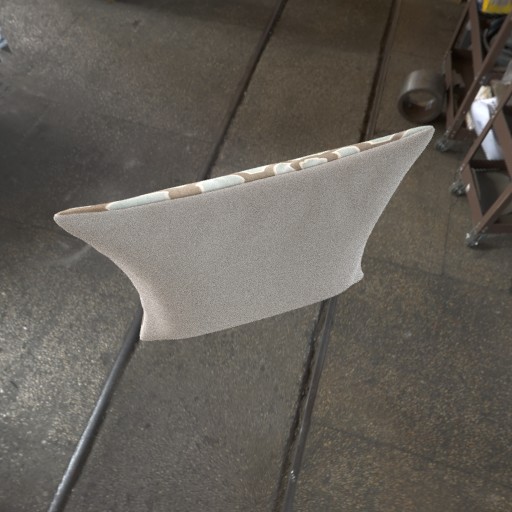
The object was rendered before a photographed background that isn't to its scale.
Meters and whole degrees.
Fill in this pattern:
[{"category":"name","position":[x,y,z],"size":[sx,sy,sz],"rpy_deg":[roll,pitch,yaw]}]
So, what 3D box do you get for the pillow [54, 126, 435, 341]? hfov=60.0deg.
[{"category":"pillow","position":[0.000,0.000,0.834],"size":[0.552,0.508,0.166],"rpy_deg":[-15,62,-8]}]
